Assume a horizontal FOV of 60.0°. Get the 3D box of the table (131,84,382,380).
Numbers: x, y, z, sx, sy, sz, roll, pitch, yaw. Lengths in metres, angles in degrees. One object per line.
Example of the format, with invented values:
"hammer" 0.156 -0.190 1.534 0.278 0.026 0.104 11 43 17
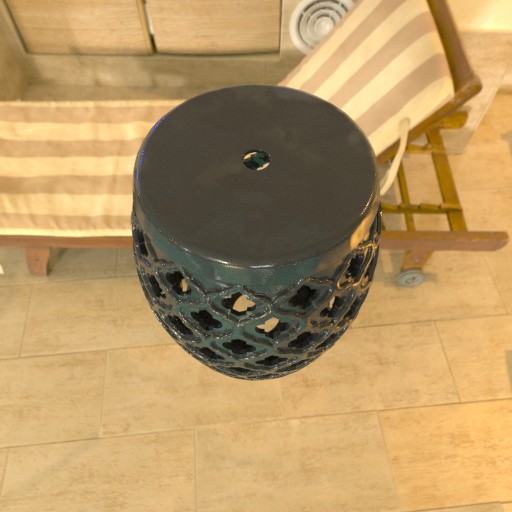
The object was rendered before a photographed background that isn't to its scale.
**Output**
"table" 0.000 0.000 0.634 0.325 0.388 0.325 0 58 0
